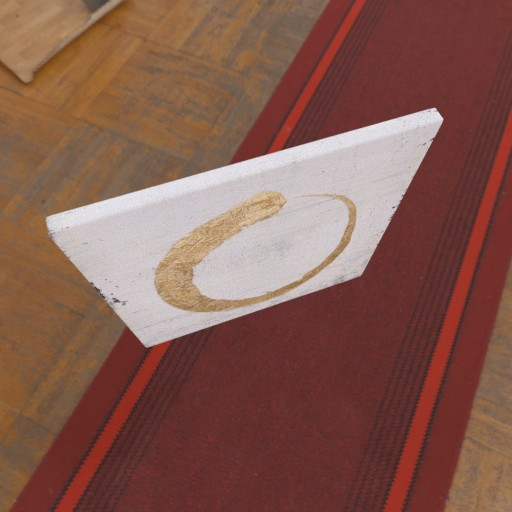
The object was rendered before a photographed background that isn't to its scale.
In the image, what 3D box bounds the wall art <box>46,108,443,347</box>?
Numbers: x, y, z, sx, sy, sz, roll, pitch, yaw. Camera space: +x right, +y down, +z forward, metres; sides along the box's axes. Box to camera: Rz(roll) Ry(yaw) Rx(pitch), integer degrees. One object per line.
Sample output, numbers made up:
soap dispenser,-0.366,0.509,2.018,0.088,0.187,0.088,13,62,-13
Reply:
wall art,0.000,0.000,1.152,0.762,0.762,0.038,-18,65,-8
